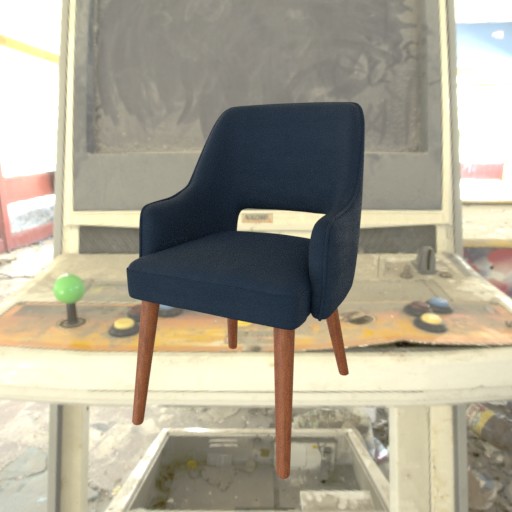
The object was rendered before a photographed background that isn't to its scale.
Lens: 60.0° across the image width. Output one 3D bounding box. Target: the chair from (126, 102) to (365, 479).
[{"bbox_3d":[0.000,0.000,1.233,0.559,0.844,0.591,7,16,26],"label":"chair"}]
